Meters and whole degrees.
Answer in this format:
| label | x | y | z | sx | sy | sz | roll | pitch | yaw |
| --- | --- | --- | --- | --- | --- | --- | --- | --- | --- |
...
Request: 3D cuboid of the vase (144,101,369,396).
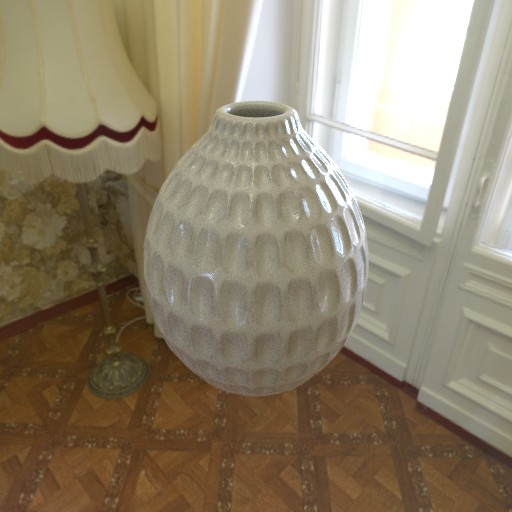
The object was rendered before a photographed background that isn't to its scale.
| label | x | y | z | sx | sy | sz | roll | pitch | yaw |
| --- | --- | --- | --- | --- | --- | --- | --- | --- | --- |
| vase | 0.000 | 0.000 | 0.257 | 0.128 | 0.167 | 0.128 | 0 | 32 | 0 |
